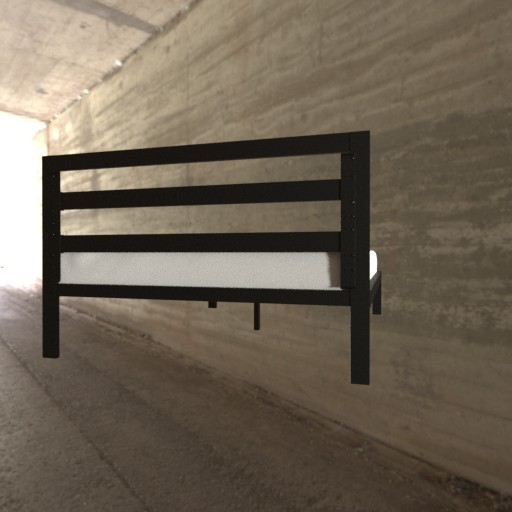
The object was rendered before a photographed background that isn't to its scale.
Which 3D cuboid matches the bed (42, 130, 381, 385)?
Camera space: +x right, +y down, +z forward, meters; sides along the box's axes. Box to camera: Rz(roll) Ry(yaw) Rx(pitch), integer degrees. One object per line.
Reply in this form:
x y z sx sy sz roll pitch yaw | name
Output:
0.000 0.000 2.876 1.524 0.967 2.062 0 0 17 | bed
